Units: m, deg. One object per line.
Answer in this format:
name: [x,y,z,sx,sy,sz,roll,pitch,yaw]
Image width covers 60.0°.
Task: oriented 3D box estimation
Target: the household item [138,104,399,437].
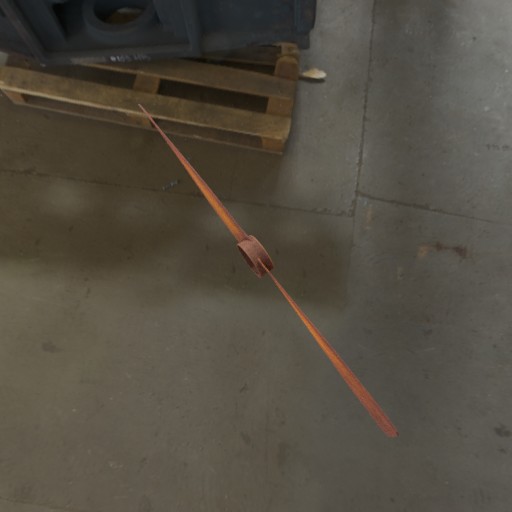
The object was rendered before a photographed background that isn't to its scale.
household item: [0.000,0.000,1.247,0.051,0.121,1.181,-36,78,-9]
